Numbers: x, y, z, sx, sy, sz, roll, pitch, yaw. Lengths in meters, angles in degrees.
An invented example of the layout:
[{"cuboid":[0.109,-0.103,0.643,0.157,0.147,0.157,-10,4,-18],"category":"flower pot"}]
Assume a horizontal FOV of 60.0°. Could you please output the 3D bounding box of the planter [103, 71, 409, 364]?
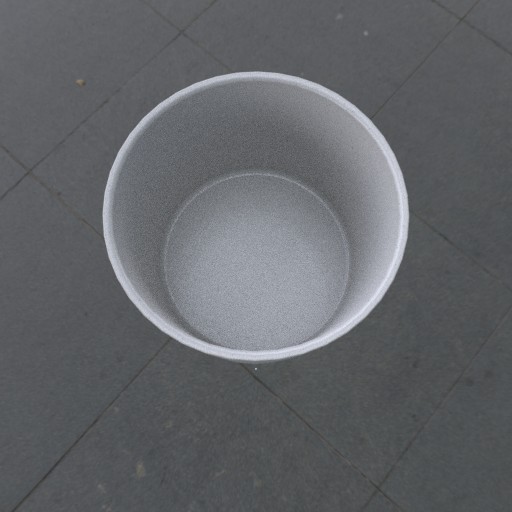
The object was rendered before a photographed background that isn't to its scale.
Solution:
[{"cuboid":[0.000,0.000,0.398,0.188,0.260,0.188,0,76,0],"category":"planter"}]
